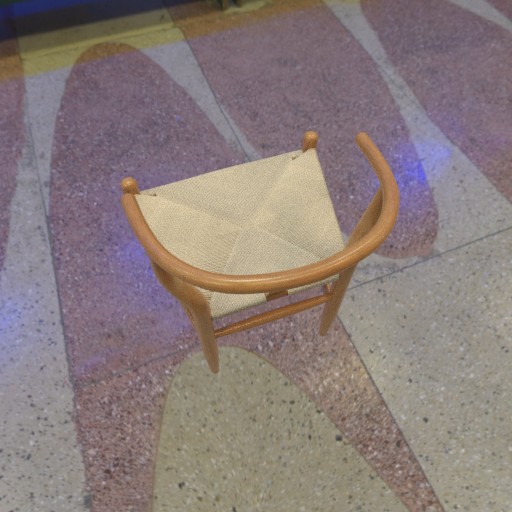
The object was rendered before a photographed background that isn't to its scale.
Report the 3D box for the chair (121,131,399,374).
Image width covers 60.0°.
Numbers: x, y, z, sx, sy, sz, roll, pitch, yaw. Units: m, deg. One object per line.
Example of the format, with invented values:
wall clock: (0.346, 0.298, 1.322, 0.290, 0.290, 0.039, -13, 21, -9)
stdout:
chair: (0.000, 0.000, 1.169, 0.569, 0.730, 0.579, -17, 59, -10)
